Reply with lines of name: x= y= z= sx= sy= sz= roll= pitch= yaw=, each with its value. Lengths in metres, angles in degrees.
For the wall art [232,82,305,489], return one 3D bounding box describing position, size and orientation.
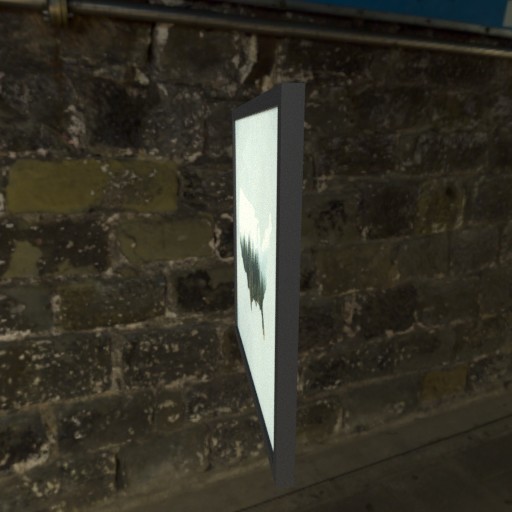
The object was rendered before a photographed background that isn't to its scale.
wall art: x=0.000 y=0.000 z=1.155 sx=0.038 sy=0.763 sz=0.763 roll=-2 pitch=15 yaw=-9
